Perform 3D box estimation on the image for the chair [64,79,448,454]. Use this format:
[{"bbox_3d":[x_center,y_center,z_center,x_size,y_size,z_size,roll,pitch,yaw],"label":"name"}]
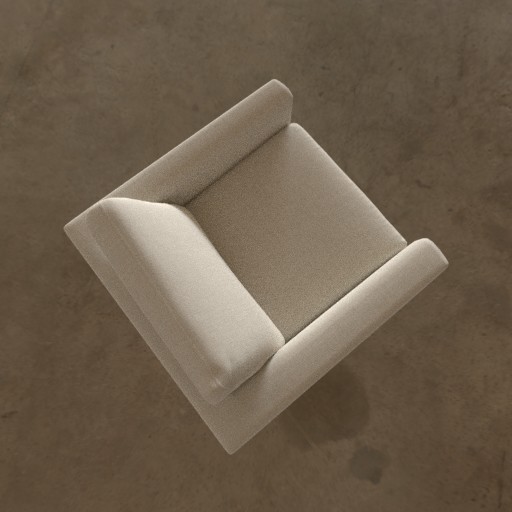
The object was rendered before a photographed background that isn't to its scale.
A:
[{"bbox_3d":[0.000,0.000,1.875,1.100,0.876,1.070,-38,79,-9],"label":"chair"}]
